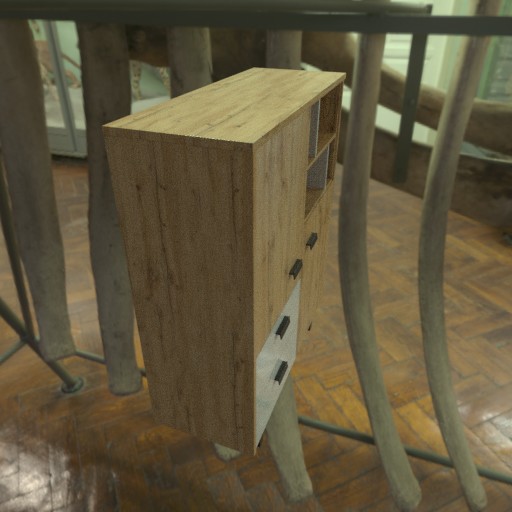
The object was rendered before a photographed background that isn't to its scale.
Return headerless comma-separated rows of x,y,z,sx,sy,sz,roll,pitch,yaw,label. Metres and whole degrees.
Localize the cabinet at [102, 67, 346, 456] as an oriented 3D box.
0.000,0.000,1.989,0.473,1.397,1.168,11,33,18,cabinet
